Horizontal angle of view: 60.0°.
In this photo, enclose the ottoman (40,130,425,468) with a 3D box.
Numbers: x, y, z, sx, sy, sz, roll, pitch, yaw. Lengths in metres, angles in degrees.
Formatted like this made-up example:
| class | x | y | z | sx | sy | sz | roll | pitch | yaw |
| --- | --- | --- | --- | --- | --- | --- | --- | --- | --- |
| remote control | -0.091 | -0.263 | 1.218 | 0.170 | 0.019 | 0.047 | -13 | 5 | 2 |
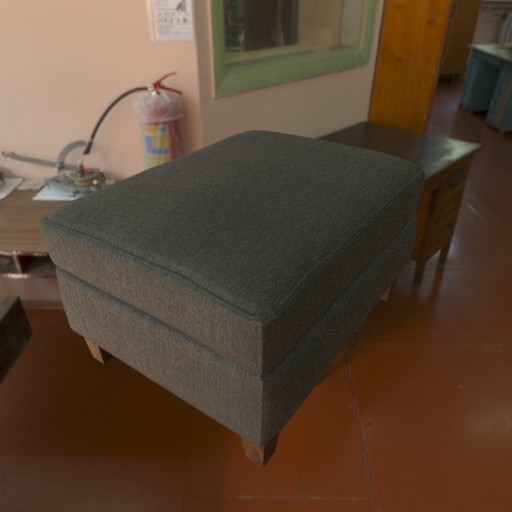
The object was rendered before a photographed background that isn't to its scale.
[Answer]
| class | x | y | z | sx | sy | sz | roll | pitch | yaw |
| --- | --- | --- | --- | --- | --- | --- | --- | --- | --- |
| ottoman | 0.000 | 0.000 | 1.196 | 0.639 | 0.496 | 0.826 | 21 | 37 | 29 |
